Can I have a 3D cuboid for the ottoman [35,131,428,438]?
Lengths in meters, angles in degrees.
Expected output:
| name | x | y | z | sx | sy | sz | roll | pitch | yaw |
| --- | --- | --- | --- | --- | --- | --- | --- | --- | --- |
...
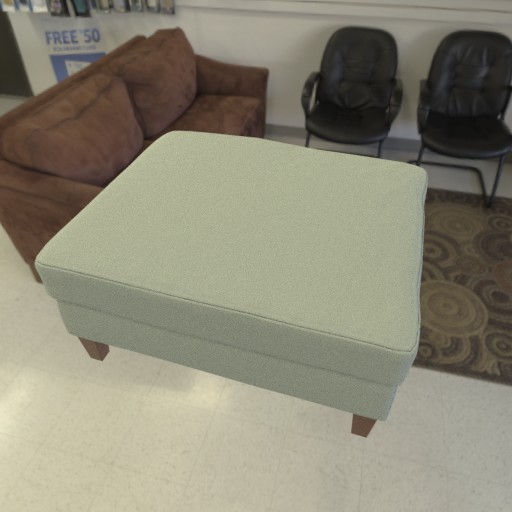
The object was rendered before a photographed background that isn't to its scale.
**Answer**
| name | x | y | z | sx | sy | sz | roll | pitch | yaw |
| --- | --- | --- | --- | --- | --- | --- | --- | --- | --- |
| ottoman | 0.000 | 0.000 | 1.463 | 0.991 | 0.494 | 0.842 | 12 | 42 | 13 |
